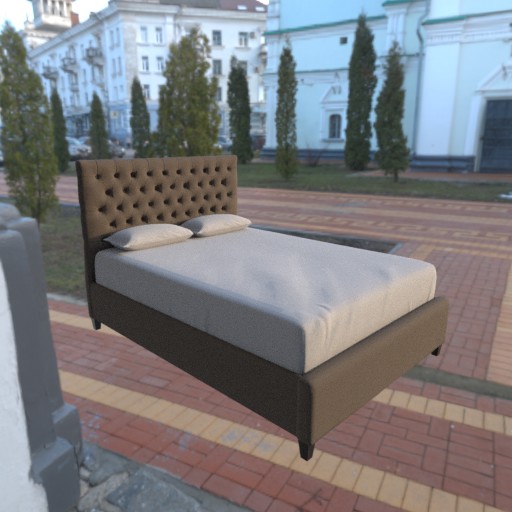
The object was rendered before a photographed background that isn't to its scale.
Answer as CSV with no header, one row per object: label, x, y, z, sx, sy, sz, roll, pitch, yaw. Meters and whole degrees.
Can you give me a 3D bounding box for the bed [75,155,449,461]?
bed,0.000,0.000,3.419,2.387,1.427,1.698,14,20,43
